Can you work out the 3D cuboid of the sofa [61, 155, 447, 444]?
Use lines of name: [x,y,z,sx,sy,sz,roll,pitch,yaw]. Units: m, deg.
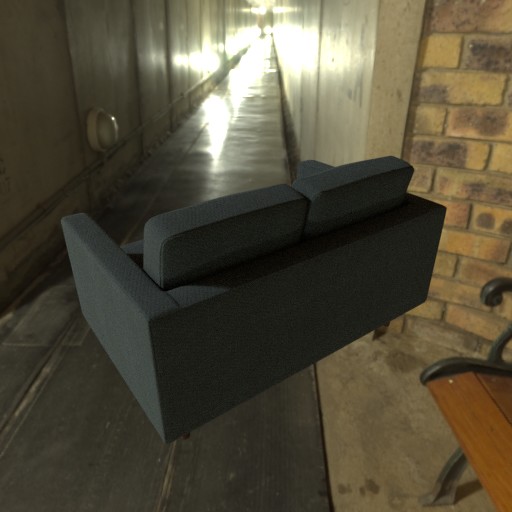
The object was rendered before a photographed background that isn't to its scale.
sofa: [0.000,0.000,2.171,1.518,0.930,0.999,-19,35,-31]
